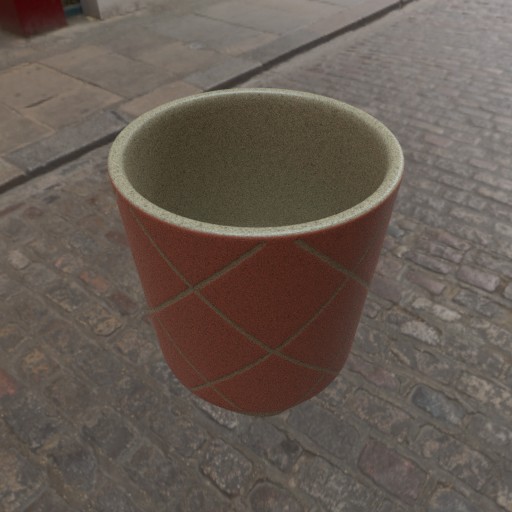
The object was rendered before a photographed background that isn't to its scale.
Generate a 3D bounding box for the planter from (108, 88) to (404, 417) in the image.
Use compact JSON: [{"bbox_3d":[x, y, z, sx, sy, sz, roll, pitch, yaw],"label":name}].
[{"bbox_3d":[0.000,0.000,0.358,0.191,0.200,0.191,0,42,0],"label":"planter"}]
